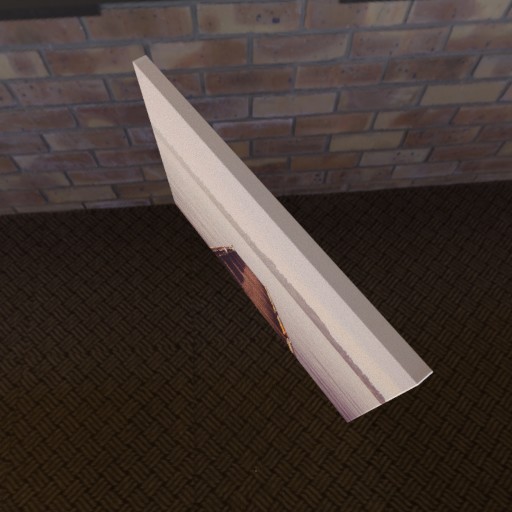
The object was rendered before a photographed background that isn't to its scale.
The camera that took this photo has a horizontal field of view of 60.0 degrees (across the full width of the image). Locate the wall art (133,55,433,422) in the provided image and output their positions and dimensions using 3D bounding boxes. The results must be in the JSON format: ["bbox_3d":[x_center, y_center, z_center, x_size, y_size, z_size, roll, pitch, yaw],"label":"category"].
[{"bbox_3d":[0.000,0.000,1.149,0.037,0.609,0.916,-34,69,-15],"label":"wall art"}]
